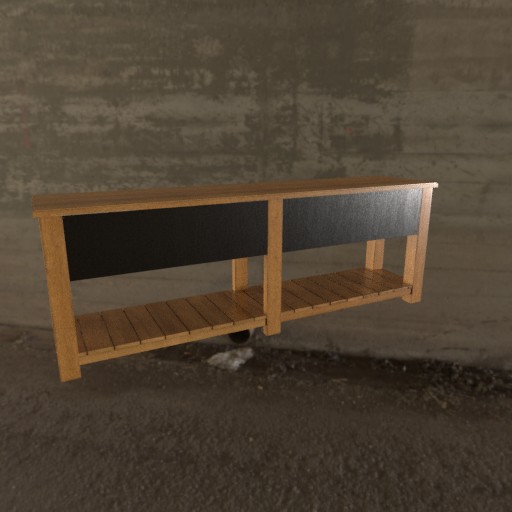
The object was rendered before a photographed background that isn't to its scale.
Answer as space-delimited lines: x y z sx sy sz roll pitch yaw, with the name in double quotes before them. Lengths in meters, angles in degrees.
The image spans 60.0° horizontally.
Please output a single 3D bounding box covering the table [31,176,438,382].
"table" 0.000 0.000 2.080 1.815 0.635 0.425 -8 17 -26
